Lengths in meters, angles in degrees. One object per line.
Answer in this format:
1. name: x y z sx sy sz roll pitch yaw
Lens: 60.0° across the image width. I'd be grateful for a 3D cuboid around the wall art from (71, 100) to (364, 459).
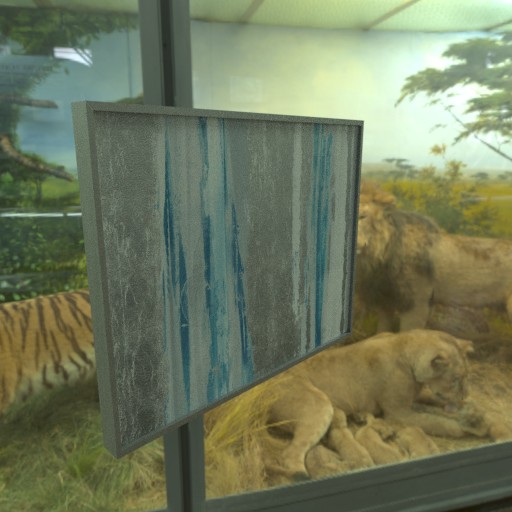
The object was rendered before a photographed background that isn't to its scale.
1. wall art: 0.000 0.000 0.736 0.037 0.450 0.557 14 19 43
